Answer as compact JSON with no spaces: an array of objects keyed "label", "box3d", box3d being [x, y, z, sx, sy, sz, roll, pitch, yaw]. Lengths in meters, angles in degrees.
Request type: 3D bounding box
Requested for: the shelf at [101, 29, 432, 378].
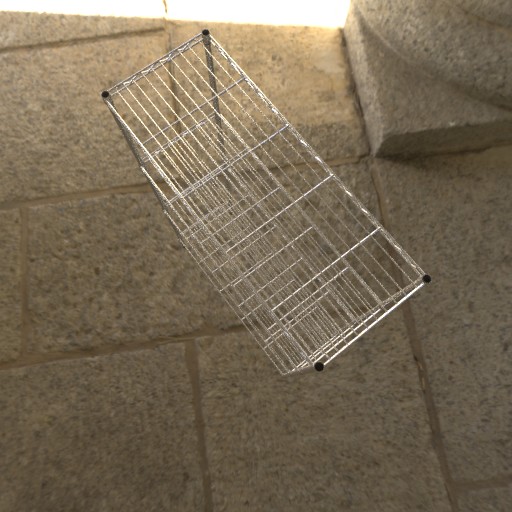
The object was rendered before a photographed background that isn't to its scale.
[{"label":"shelf","box3d":[0.000,0.000,1.754,0.352,1.360,0.907,-36,77,-10]}]
